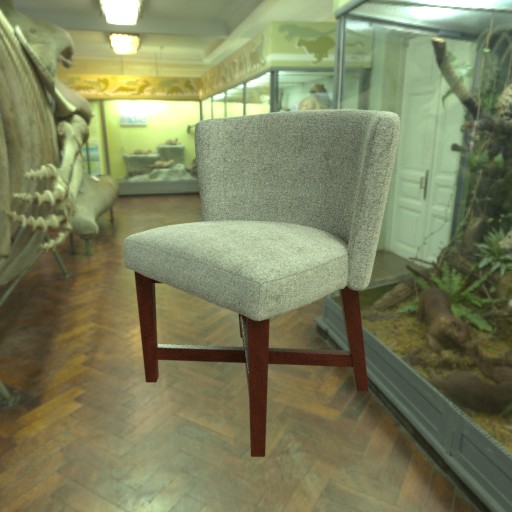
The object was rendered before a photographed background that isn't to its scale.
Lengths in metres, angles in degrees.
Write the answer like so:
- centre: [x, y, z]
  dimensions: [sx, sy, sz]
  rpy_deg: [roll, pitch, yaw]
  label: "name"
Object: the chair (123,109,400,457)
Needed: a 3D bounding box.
- centre: [0.000, 0.000, 1.292]
  dimensions: [0.728, 0.827, 0.575]
  rpy_deg: [15, 21, 43]
  label: "chair"
